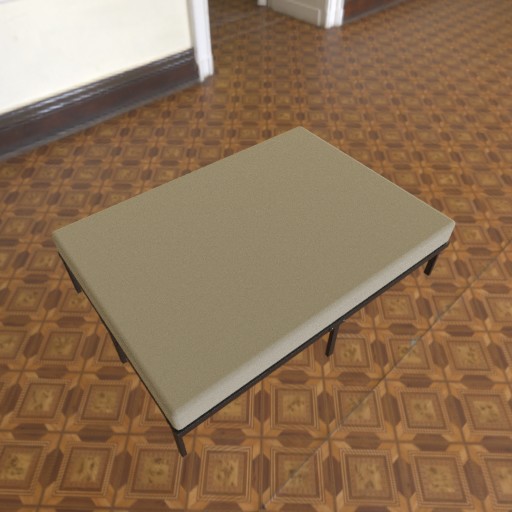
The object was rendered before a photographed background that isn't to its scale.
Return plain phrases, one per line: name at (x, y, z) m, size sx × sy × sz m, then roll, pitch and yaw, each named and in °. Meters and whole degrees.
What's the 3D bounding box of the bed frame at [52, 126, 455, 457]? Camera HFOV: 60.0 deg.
bed frame at (0.000, 0.000, 3.727) m, size 2.842 × 0.680 × 2.205 m, roll -23°, pitch 51°, yaw -21°
